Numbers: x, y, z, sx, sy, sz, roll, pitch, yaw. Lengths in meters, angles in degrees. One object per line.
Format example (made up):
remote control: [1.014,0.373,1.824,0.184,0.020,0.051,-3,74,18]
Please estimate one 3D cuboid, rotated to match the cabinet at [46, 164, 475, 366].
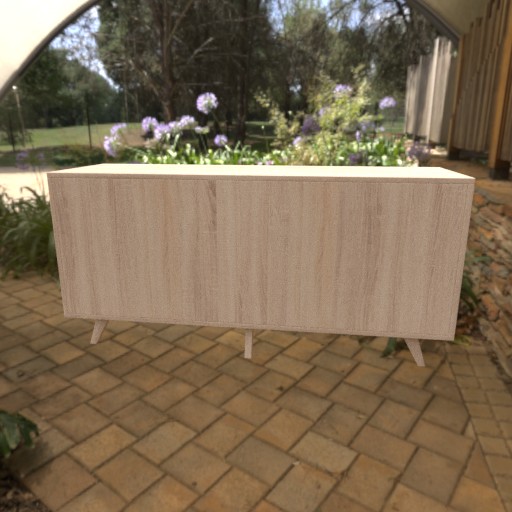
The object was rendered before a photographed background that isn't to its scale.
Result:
cabinet: [0.000,0.000,2.033,1.650,0.780,0.500,2,16,8]
